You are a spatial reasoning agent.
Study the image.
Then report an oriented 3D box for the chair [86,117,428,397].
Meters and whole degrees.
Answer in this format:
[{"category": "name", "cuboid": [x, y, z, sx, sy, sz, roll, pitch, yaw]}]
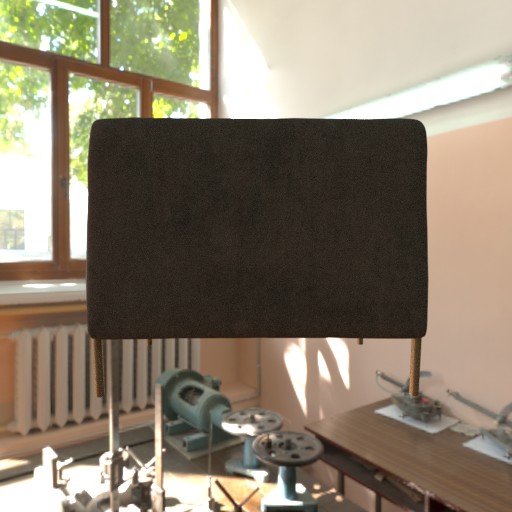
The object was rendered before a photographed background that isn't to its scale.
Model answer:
[{"category": "chair", "cuboid": [0.000, 0.000, 1.599, 0.981, 0.779, 0.873, 0, 1, -1]}]
